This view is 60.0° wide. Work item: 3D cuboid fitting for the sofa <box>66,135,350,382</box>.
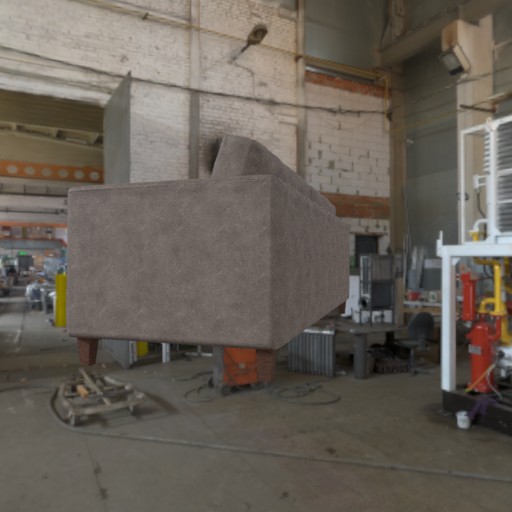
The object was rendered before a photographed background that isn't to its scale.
[{"bbox_3d":[0.000,0.000,2.870,0.951,0.965,2.434,0,-1,18],"label":"sofa"}]
